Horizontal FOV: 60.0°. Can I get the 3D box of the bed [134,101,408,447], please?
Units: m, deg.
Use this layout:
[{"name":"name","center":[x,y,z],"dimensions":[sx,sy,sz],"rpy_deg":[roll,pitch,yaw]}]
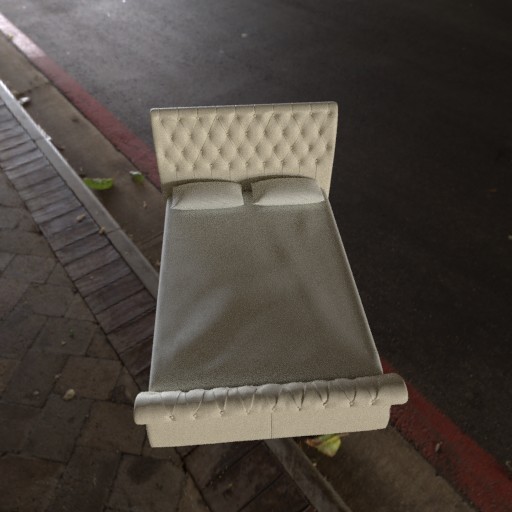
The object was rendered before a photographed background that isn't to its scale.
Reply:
[{"name":"bed","center":[0.000,0.000,3.406],"dimensions":[1.606,1.268,2.493],"rpy_deg":[-3,45,-3]}]
